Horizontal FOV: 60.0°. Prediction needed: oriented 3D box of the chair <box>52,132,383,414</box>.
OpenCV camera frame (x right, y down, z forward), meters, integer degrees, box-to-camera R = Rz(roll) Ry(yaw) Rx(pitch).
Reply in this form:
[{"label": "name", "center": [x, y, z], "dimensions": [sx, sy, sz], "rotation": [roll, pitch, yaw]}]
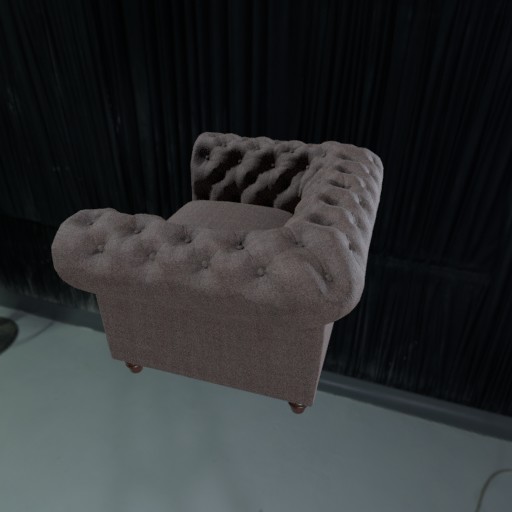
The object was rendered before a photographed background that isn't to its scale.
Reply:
[{"label": "chair", "center": [0.000, 0.000, 1.904], "dimensions": [0.945, 0.780, 1.298], "rotation": [9, 31, 15]}]
